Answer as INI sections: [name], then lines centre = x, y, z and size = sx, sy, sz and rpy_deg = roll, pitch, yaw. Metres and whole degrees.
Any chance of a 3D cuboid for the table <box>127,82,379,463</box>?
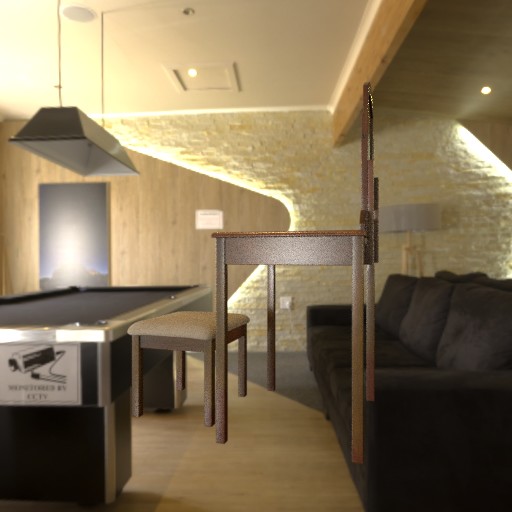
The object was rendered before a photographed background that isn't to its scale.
[table]
centre = 0.000, 0.000, 2.308
size = 1.211, 1.631, 0.876
rpy_deg = 0, 0, 18
